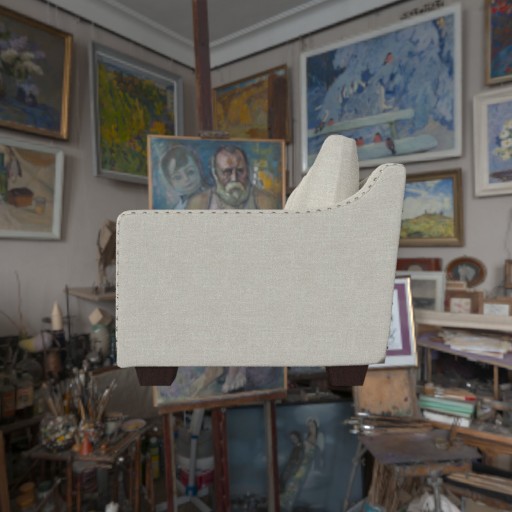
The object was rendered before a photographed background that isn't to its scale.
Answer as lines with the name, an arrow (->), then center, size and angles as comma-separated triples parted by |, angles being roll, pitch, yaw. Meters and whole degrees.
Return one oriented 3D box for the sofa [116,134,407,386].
sofa -> 0.000, 0.000, 2.663 | 1.104, 0.983, 2.107 | 0, 0, 0
